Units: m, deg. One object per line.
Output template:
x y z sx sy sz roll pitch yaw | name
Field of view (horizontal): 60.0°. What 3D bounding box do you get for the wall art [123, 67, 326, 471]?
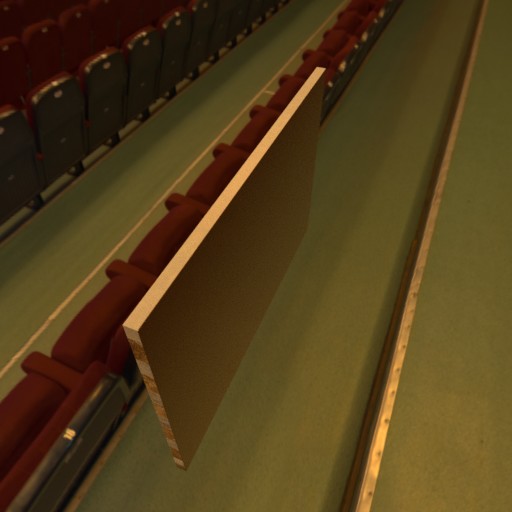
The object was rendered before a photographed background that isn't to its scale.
0.000 0.000 1.156 0.027 0.610 0.932 17 49 15 | wall art
